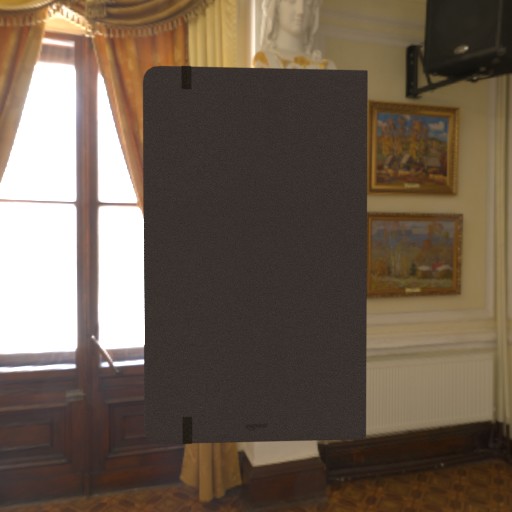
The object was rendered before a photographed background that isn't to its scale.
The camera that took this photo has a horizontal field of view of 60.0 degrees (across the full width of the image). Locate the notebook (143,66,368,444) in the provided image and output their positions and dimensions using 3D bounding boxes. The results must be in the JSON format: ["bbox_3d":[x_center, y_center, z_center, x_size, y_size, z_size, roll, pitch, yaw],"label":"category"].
[{"bbox_3d":[0.000,0.000,0.259,0.127,0.213,0.016,0,1,-3],"label":"notebook"}]
